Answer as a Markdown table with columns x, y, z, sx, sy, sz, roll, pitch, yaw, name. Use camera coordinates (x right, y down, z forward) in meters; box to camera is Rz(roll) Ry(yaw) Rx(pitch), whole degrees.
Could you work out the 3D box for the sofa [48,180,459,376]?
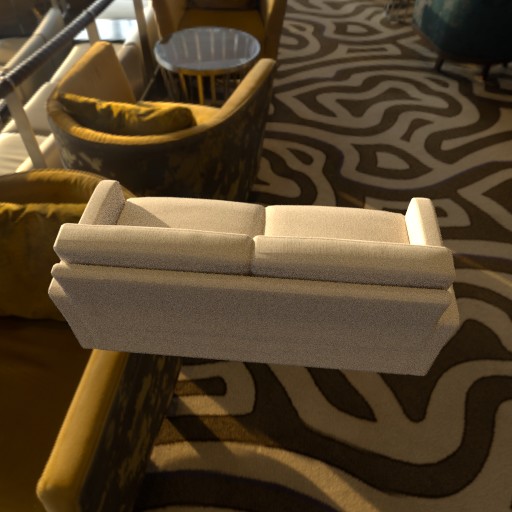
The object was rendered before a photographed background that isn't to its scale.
| x | y | z | sx | sy | sz | roll | pitch | yaw | name |
| --- | --- | --- | --- | --- | --- | --- | --- | --- | --- |
| 0.000 | 0.000 | 2.257 | 1.808 | 0.831 | 0.894 | 4 | 47 | 4 | sofa |
